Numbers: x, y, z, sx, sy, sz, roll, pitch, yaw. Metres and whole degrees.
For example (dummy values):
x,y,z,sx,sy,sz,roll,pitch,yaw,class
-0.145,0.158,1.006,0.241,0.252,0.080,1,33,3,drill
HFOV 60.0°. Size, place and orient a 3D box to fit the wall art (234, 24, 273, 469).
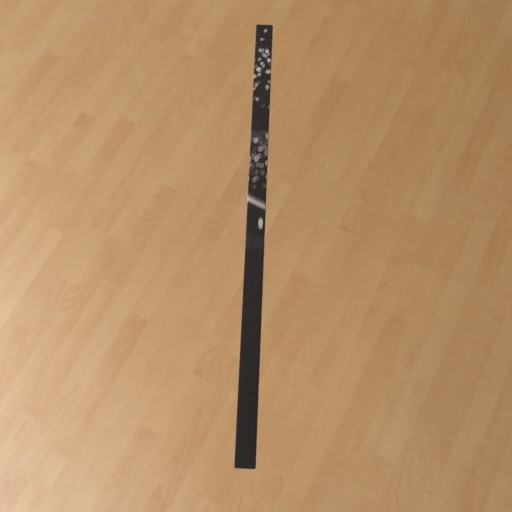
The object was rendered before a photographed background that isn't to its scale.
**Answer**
x,y,z,sx,sy,sz,roll,pitch,yaw,class
0.000,0.000,1.173,0.038,0.609,0.914,2,76,1,wall art
